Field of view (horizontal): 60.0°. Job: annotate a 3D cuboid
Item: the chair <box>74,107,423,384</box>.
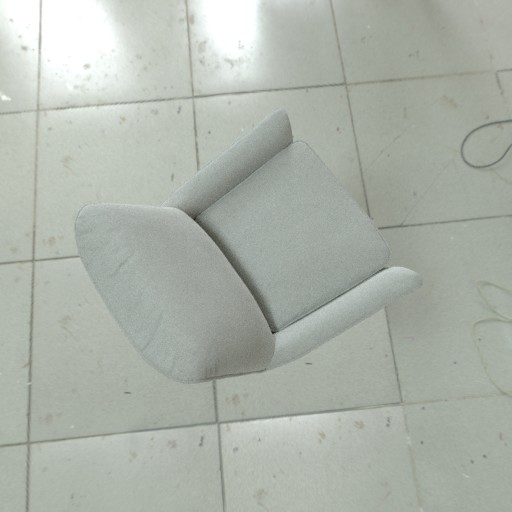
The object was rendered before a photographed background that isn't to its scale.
[{"bbox_3d":[0.000,0.000,1.476,0.822,0.888,0.787,-34,78,-8],"label":"chair"}]
